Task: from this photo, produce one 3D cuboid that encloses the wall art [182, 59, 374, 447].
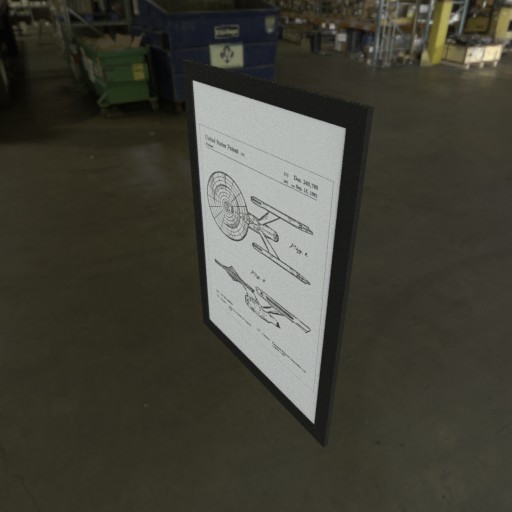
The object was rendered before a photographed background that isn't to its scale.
[{"bbox_3d":[0.000,0.000,0.700,0.008,0.530,0.379,-21,38,-30],"label":"wall art"}]
